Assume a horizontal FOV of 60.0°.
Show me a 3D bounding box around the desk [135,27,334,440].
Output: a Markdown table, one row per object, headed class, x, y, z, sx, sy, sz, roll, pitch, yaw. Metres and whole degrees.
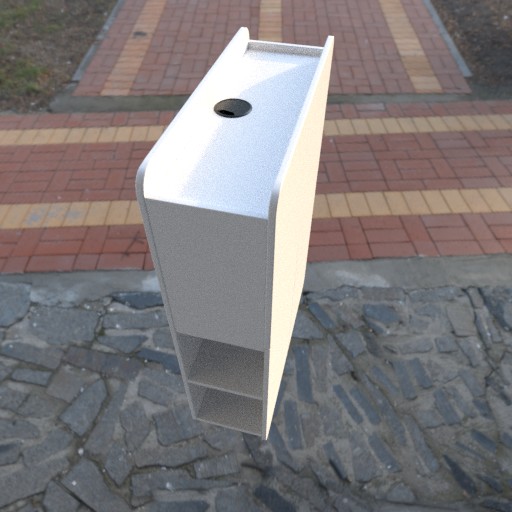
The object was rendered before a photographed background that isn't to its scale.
| class | x | y | z | sx | sy | sz | roll | pitch | yaw |
| --- | --- | --- | --- | --- | --- | --- | --- | --- | --- |
| desk | 0.000 | 0.000 | 1.499 | 0.278 | 1.190 | 0.795 | 11 | 48 | 10 |
